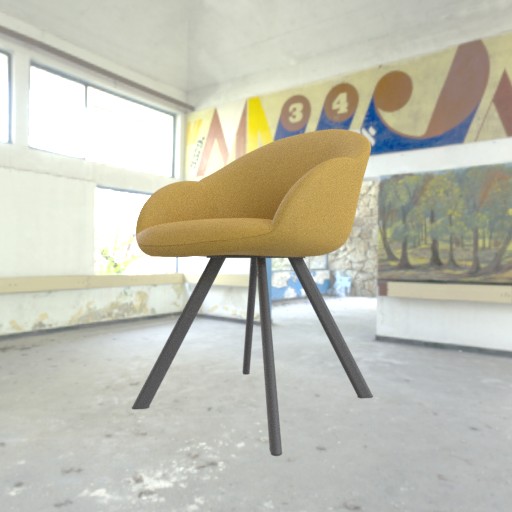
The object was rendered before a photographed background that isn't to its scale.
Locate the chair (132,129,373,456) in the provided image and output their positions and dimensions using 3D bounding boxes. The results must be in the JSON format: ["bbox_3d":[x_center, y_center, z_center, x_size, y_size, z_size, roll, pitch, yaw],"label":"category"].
[{"bbox_3d":[0.000,0.000,1.201,0.551,0.793,0.583,0,0,37],"label":"chair"}]
